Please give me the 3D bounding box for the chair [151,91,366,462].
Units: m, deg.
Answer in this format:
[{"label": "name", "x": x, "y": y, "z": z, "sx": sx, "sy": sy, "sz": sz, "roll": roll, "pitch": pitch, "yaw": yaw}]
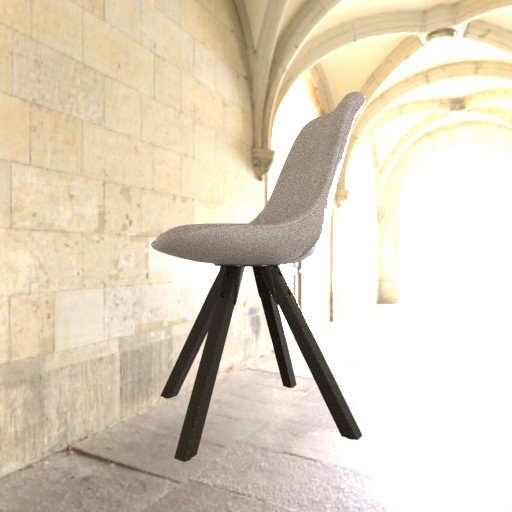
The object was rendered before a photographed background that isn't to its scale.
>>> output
[{"label": "chair", "x": 0.000, "y": 0.000, "z": 1.194, "sx": 0.550, "sy": 0.850, "sz": 0.485, "roll": 0, "pitch": 0, "yaw": -17}]
